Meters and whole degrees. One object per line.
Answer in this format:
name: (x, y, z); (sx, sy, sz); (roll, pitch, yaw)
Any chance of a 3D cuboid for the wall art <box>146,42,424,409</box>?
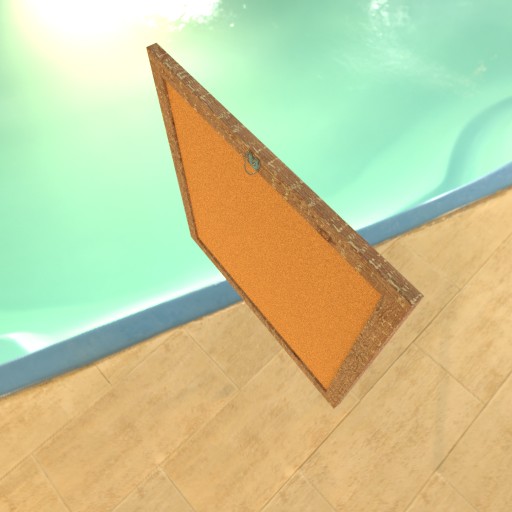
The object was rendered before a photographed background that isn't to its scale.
wall art: (0.000, 0.000, 0.566); (0.022, 0.380, 0.380); (-34, 66, -18)
